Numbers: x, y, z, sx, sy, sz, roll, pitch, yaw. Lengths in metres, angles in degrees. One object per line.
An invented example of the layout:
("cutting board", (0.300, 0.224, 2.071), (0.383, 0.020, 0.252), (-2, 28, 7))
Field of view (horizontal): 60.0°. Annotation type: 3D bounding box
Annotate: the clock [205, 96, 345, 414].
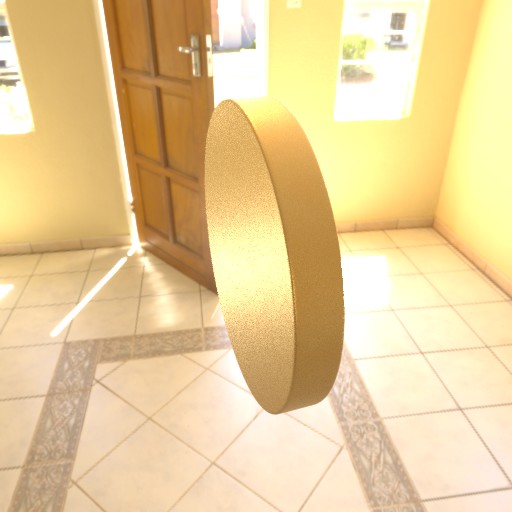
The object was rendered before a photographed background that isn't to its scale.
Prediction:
("clock", (0.000, 0.000, 0.465), (0.040, 0.314, 0.314), (-9, 31, -15))
